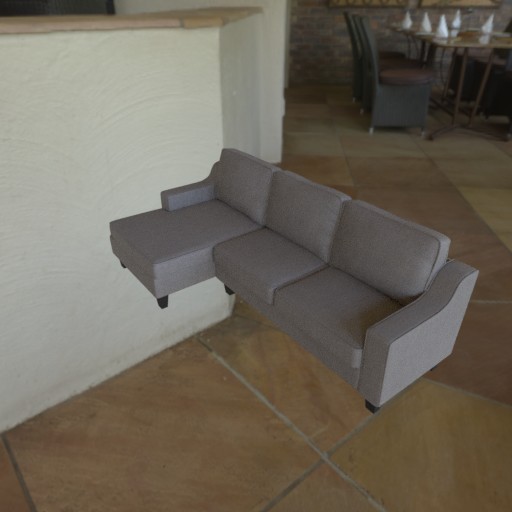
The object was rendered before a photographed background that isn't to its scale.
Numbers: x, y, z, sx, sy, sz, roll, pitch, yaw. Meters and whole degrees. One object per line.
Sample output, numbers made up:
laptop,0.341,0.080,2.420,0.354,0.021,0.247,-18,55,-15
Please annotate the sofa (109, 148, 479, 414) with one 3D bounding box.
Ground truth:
sofa,0.000,0.000,3.222,1.294,0.928,2.561,-21,36,-31
